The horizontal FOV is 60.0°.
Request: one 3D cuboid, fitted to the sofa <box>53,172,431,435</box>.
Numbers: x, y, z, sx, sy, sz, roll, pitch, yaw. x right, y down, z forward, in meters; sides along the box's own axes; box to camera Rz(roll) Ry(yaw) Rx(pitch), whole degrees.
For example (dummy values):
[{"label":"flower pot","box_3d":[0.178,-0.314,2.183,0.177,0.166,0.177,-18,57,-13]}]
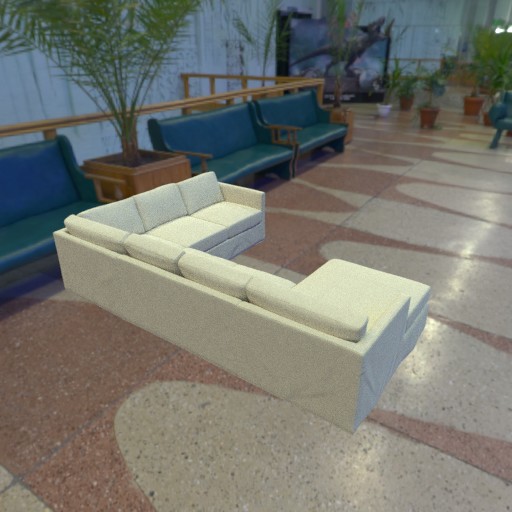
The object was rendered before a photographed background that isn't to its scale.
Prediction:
[{"label":"sofa","box_3d":[0.000,0.000,4.650,3.464,0.882,2.448,17,30,31]}]
